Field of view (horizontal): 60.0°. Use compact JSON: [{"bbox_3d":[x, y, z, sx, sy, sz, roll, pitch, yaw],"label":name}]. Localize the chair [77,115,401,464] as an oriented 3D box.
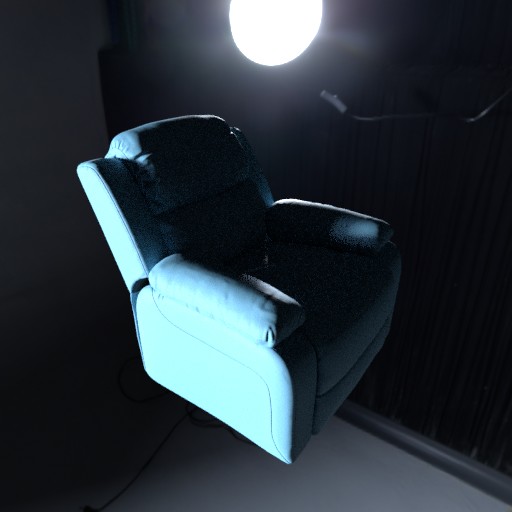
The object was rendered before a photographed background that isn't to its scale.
[{"bbox_3d":[0.000,0.000,1.261,0.709,0.702,0.680,17,31,31],"label":"chair"}]
